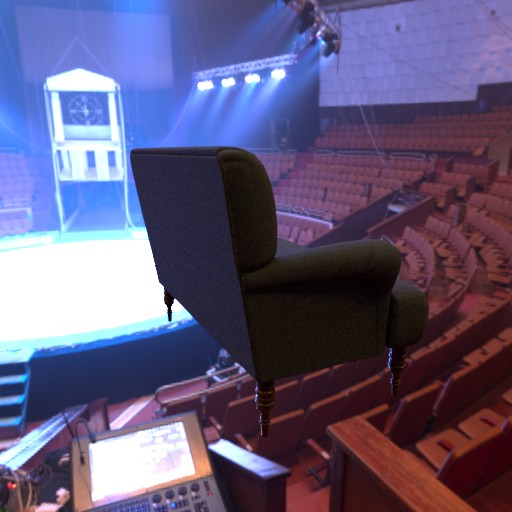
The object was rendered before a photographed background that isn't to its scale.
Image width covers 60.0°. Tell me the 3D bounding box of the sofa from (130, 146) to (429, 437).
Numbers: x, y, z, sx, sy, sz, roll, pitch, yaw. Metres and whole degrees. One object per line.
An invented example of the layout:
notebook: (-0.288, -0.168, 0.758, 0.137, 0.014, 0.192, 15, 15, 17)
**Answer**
sofa: (0.000, 0.000, 1.869, 0.779, 0.889, 1.297, -7, 15, -26)
